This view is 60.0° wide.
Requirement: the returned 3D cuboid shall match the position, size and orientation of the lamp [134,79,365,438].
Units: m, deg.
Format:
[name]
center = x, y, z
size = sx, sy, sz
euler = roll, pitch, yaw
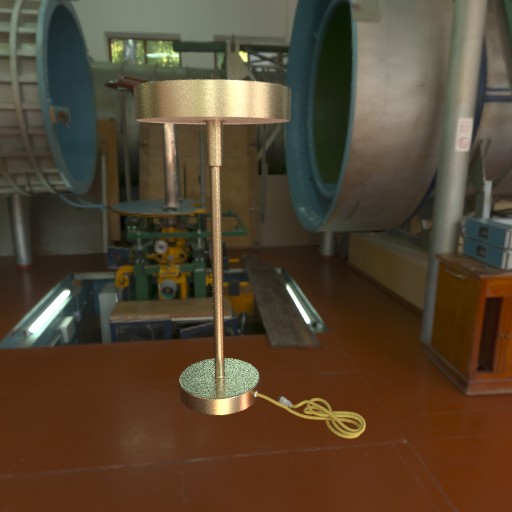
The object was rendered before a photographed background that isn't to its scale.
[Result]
[lamp]
center = 0.000, 0.000, 0.685
size = 0.369, 0.508, 0.229
euler = 7, 16, 26
